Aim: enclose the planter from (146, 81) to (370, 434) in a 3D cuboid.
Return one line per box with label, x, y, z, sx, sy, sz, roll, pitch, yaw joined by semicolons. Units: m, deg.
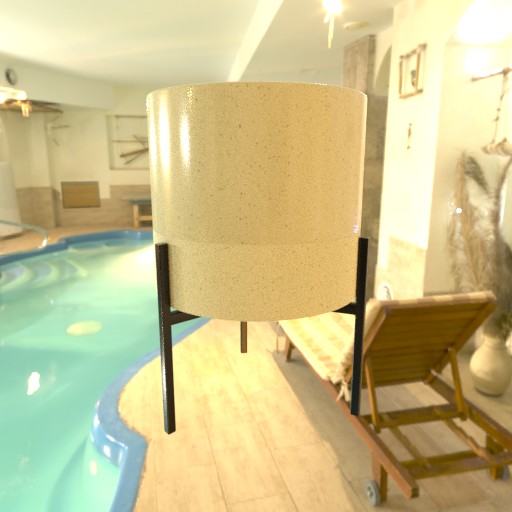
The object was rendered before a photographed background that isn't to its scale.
planter;0.000;0.000;0.342;0.152;0.230;0.159;-2;13;-9
